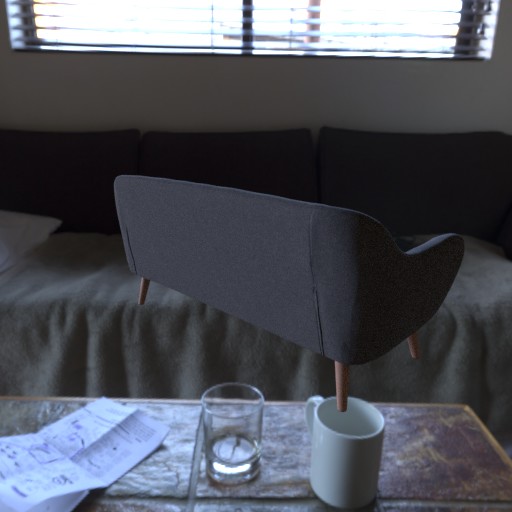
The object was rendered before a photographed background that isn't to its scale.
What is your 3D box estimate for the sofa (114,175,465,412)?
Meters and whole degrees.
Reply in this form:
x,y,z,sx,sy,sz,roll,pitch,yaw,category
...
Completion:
x,y,z,sx,sy,sz,roll,pitch,yaw,category
0.000,0.000,2.305,0.820,0.820,1.840,-15,22,-42,sofa
